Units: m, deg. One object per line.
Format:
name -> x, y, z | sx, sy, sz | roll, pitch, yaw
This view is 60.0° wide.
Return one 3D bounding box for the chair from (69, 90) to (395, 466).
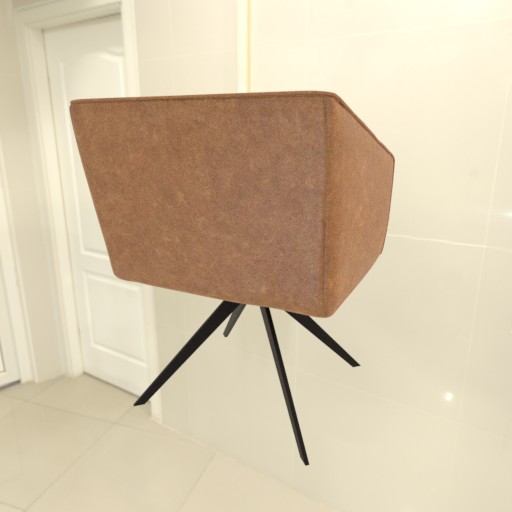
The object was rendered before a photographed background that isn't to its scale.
chair -> 0.000, 0.000, 1.166 | 0.588, 0.760, 0.625 | 8, 18, 25
